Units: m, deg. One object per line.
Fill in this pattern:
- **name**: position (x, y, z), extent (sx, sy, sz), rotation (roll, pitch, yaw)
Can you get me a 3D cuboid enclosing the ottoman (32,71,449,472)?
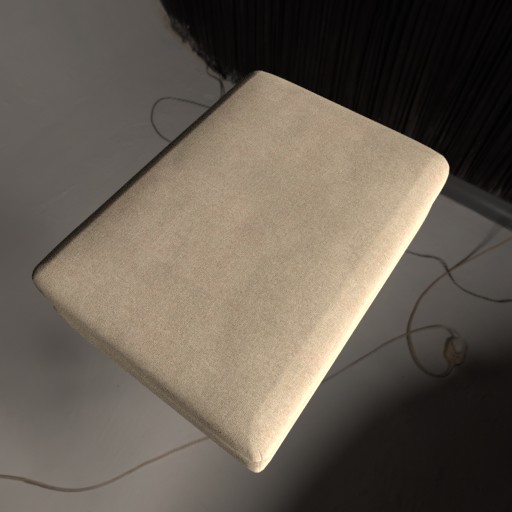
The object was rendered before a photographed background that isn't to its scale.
- **ottoman**: position (0.000, 0.000, 1.150), extent (0.610, 0.478, 0.823), rotation (32, 65, 17)
